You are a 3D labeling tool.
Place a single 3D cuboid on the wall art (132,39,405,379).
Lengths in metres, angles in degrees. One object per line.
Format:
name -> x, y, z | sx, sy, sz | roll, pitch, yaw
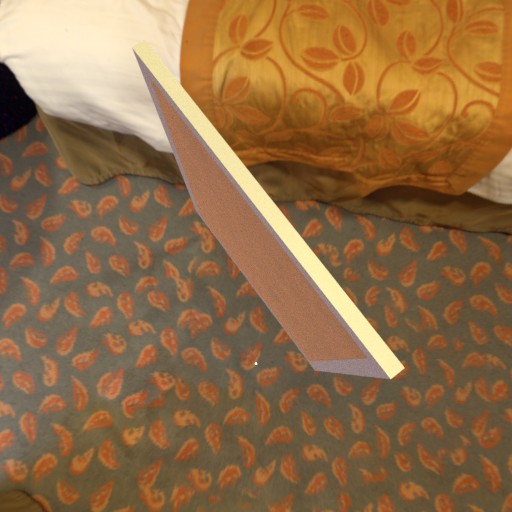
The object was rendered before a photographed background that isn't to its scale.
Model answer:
wall art -> 0.000, 0.000, 1.071 | 0.026, 0.811, 0.661 | -36, 79, -8
